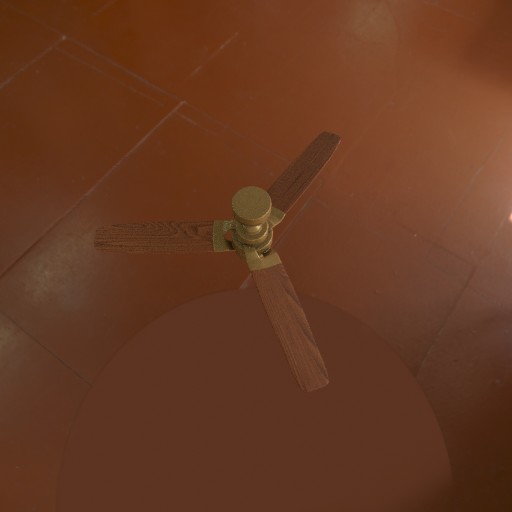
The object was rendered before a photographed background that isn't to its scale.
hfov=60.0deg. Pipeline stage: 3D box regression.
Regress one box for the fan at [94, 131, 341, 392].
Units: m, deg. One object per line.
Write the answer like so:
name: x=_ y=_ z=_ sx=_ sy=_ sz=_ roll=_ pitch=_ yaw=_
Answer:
fan: x=0.000 y=0.000 z=2.047 sx=1.416 sy=0.425 sz=1.271 roll=-19 pitch=66 yaw=-9
